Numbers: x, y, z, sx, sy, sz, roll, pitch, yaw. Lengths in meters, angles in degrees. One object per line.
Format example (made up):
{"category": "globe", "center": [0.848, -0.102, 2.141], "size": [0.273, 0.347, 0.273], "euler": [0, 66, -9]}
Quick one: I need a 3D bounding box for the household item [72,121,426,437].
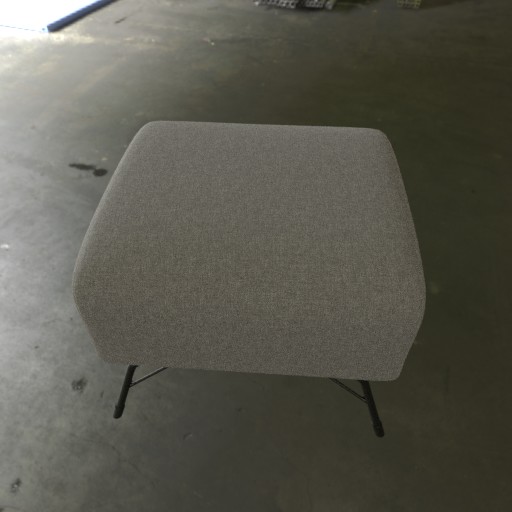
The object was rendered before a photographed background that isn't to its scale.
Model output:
{"category": "household item", "center": [0.000, 0.000, 0.893], "size": [0.530, 0.410, 0.530], "euler": [3, 46, 3]}
